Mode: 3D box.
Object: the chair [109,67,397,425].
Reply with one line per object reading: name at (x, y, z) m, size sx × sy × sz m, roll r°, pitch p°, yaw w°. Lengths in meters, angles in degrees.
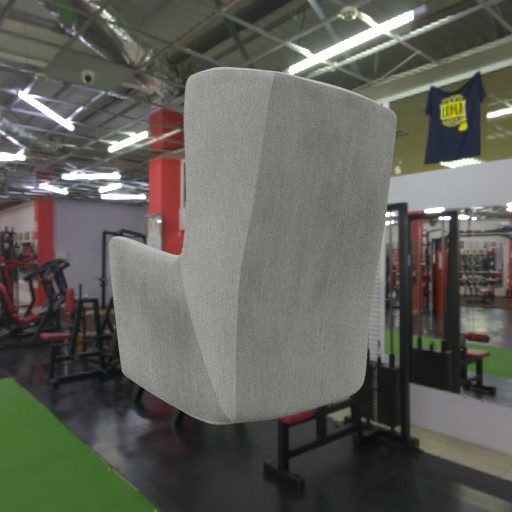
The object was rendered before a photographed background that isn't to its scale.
chair at (0.000, 0.000, 1.600) m, size 0.779 × 1.000 × 0.904 m, roll 0°, pitch 0°, yaw -39°
